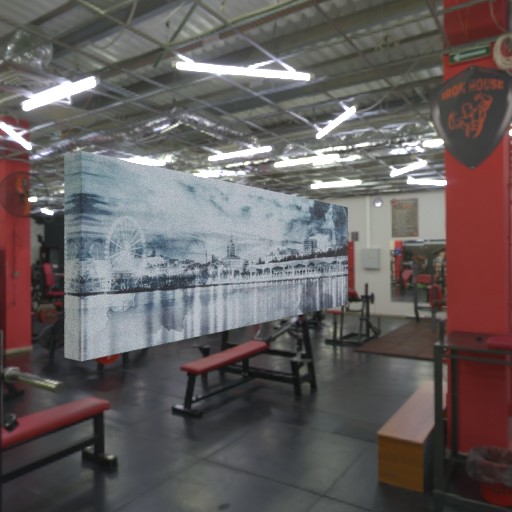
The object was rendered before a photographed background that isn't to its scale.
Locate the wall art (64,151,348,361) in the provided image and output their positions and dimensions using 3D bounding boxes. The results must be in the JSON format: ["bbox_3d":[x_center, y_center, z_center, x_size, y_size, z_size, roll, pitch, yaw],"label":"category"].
[{"bbox_3d":[0.000,0.000,0.845,0.037,0.251,0.759,0,0,36],"label":"wall art"}]
